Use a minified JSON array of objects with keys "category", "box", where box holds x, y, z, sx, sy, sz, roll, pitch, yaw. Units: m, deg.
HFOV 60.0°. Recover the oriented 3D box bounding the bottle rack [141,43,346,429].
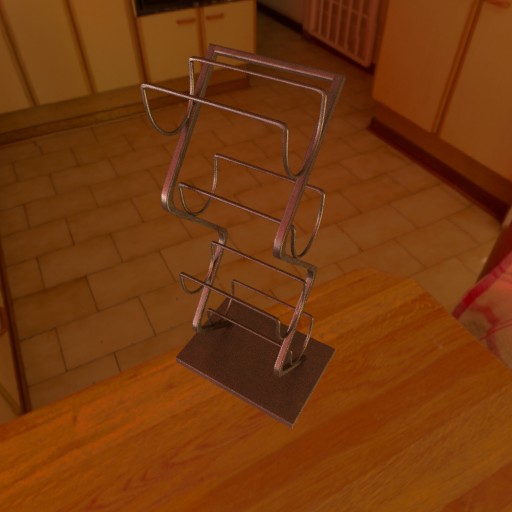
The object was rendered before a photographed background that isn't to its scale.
[{"category":"bottle rack","box":[0.000,0.000,0.667,0.254,0.559,0.178,23,49,22]}]
